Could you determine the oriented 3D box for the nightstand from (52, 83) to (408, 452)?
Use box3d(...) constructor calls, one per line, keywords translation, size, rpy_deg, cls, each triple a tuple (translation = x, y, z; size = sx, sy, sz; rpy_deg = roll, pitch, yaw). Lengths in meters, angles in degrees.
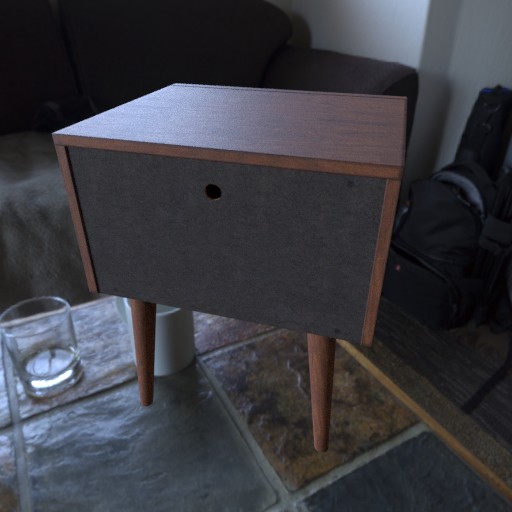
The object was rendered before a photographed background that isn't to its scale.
box3d(translation=(0.000, 0.000, 0.954), size=(0.521, 0.607, 0.445), rpy_deg=(9, 32, 14), cls="nightstand")
